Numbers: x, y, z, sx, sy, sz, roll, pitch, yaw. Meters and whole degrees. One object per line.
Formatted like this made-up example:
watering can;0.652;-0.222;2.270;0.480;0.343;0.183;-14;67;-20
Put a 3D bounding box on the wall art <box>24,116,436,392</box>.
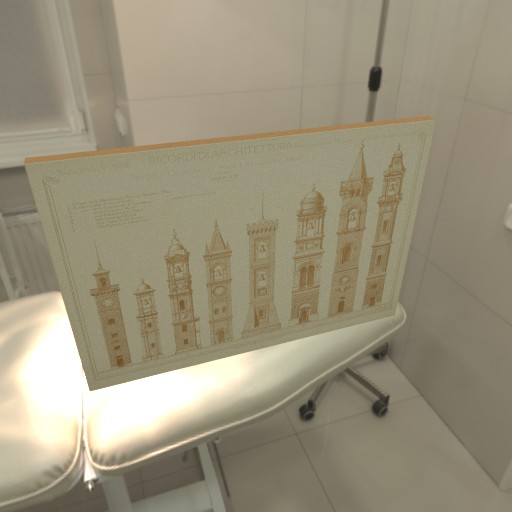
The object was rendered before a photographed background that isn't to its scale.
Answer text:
wall art;0.000;0.000;1.116;0.915;0.608;0.033;-11;33;-17
